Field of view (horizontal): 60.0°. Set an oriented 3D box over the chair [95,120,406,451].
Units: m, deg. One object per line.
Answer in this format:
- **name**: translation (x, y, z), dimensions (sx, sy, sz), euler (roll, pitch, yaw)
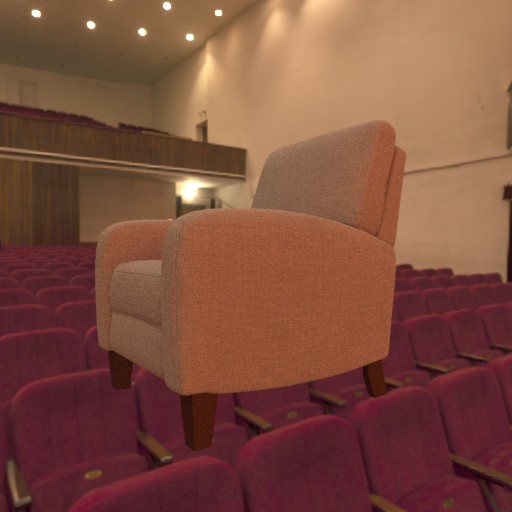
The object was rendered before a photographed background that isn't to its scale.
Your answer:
- **chair**: translation (0.000, 0.000, 1.642), dimensions (0.990, 0.990, 0.762), euler (-1, 1, -36)
